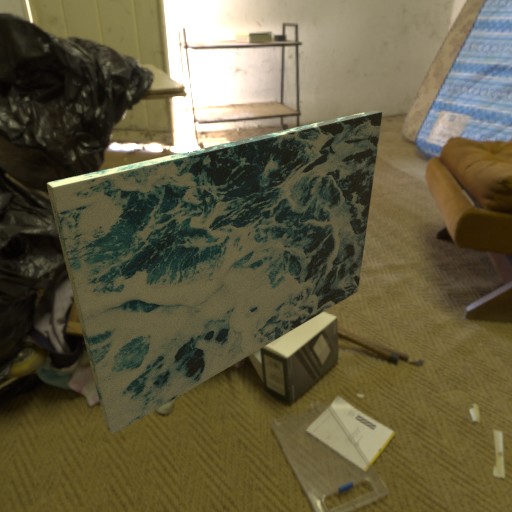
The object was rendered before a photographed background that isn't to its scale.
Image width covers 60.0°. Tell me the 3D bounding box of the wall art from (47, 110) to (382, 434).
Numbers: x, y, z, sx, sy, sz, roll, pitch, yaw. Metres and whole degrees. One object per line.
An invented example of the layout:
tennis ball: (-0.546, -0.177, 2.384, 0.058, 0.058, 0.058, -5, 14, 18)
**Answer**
wall art: (0.000, 0.000, 1.916, 1.524, 1.017, 0.055, -23, 37, -35)
